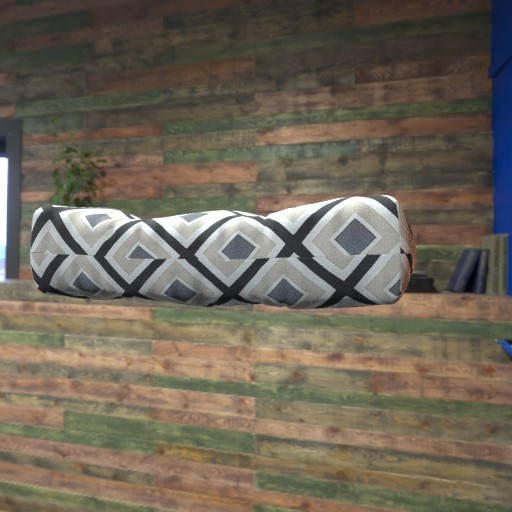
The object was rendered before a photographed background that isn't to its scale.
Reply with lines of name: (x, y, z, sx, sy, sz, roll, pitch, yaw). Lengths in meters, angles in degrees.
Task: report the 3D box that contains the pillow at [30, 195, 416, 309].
pillow: (0.000, 0.000, 0.712, 0.468, 0.128, 0.490, 0, 0, 17)
